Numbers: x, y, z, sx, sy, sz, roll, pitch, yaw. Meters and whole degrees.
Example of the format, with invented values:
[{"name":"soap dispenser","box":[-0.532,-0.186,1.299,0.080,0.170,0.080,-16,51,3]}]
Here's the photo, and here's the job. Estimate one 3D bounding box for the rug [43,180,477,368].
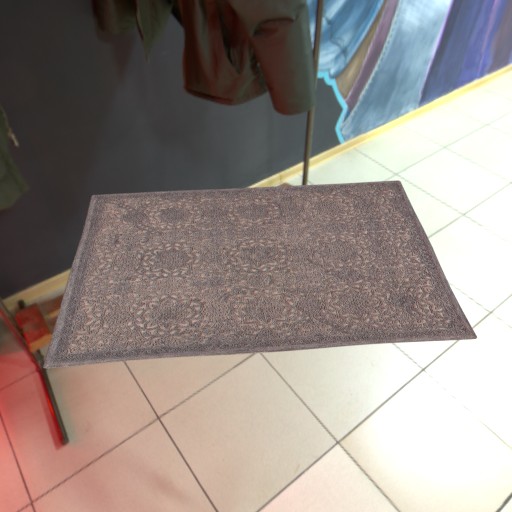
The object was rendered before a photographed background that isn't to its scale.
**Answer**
[{"name":"rug","box":[0.000,0.000,3.056,2.498,0.022,1.535,-3,46,-3]}]
